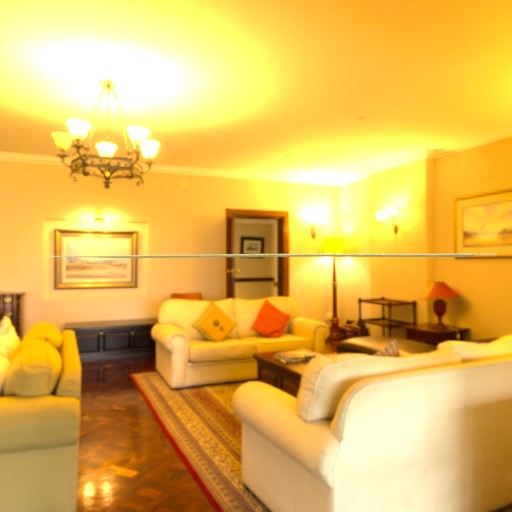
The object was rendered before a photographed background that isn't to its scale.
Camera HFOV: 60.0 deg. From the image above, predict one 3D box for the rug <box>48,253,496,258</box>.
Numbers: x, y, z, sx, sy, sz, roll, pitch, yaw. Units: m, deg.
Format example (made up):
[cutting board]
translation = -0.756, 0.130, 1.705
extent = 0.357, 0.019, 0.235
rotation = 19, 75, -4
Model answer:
[rug]
translation = 0.000, 0.000, 2.541
extent = 2.340, 0.013, 0.686
rotation = 0, -1, 18
